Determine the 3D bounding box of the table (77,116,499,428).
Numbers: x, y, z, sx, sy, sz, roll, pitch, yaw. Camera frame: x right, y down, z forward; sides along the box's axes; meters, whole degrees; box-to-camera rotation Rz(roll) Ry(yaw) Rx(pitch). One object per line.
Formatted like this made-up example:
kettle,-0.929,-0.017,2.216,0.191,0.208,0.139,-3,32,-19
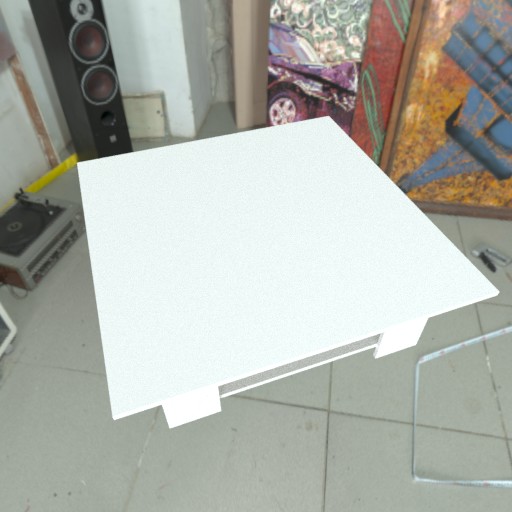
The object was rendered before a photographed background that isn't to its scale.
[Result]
table,0.000,0.000,1.332,0.890,0.305,0.890,-14,47,-14
